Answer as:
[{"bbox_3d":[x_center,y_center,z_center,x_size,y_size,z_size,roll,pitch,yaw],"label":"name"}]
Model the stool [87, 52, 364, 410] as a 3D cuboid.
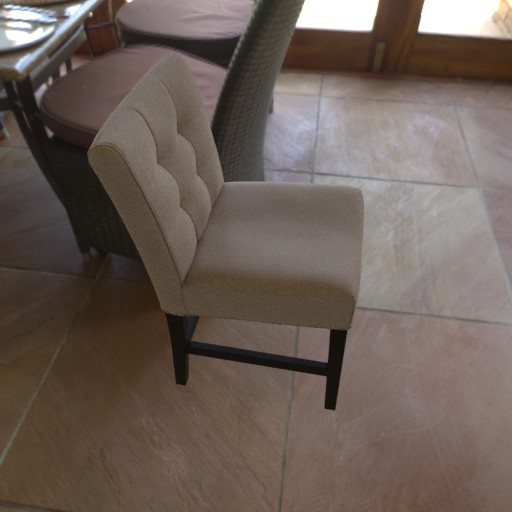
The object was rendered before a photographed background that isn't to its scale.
[{"bbox_3d":[0.000,0.000,1.195,0.571,0.885,0.427,8,47,8],"label":"stool"}]
